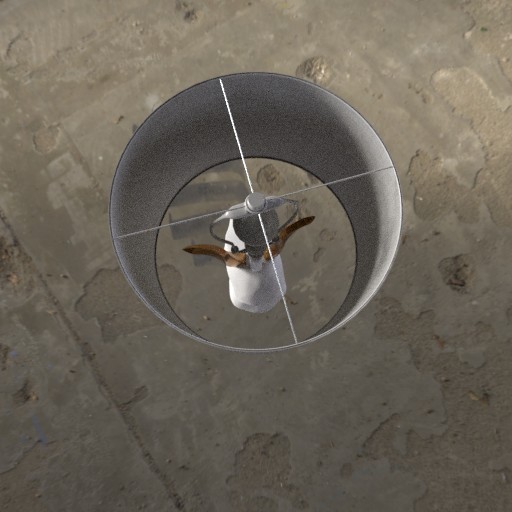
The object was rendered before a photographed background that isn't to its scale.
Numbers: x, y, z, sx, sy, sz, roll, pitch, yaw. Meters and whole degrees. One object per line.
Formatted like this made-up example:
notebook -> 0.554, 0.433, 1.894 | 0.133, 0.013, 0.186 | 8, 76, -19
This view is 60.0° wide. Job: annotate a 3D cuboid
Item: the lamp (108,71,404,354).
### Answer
lamp -> 0.000, 0.000, 0.688 | 0.298, 0.503, 0.298 | -15, 77, -3
